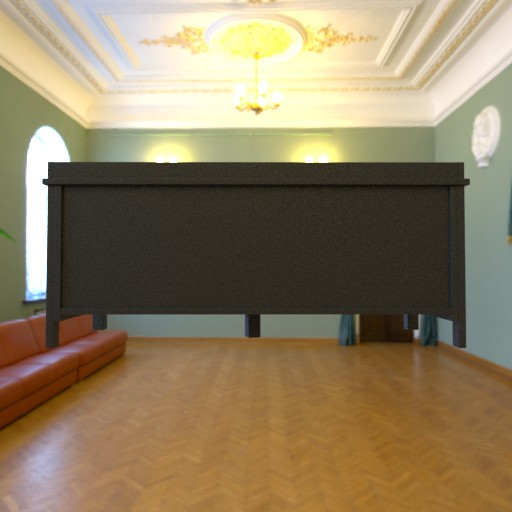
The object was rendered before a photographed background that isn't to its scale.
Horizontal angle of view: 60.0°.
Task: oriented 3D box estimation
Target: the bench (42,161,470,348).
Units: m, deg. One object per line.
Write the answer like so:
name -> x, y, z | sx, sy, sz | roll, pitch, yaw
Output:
bench -> 0.000, 0.000, 1.375 | 1.140, 0.501, 0.398 | 0, -1, 0
